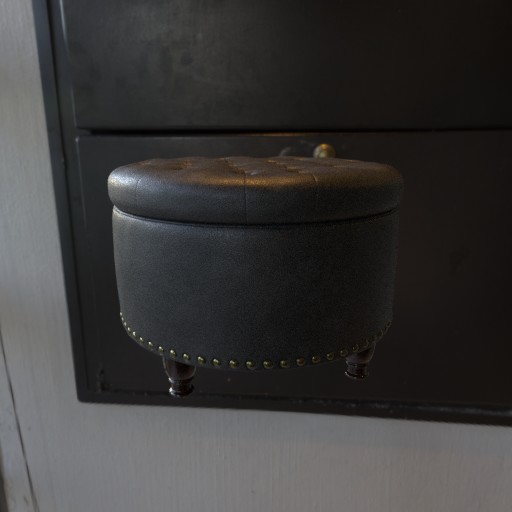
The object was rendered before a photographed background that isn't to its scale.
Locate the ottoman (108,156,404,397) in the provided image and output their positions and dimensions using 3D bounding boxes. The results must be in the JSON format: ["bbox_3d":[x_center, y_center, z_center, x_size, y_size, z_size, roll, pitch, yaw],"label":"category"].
[{"bbox_3d":[0.000,0.000,1.046,0.637,0.442,0.637,0,15,0],"label":"ottoman"}]
